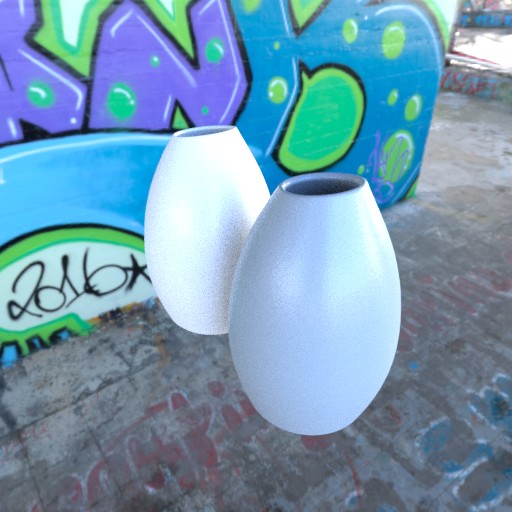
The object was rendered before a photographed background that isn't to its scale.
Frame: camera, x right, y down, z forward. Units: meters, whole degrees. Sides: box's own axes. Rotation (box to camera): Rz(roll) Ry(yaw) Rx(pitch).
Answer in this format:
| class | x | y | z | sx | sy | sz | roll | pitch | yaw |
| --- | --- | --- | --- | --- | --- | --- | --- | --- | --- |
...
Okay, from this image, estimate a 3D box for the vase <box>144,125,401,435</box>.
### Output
| class | x | y | z | sx | sy | sz | roll | pitch | yaw |
| --- | --- | --- | --- | --- | --- | --- | --- | --- | --- |
| vase | 0.000 | 0.000 | 0.260 | 0.089 | 0.131 | 0.187 | -22 | 39 | -31 |
